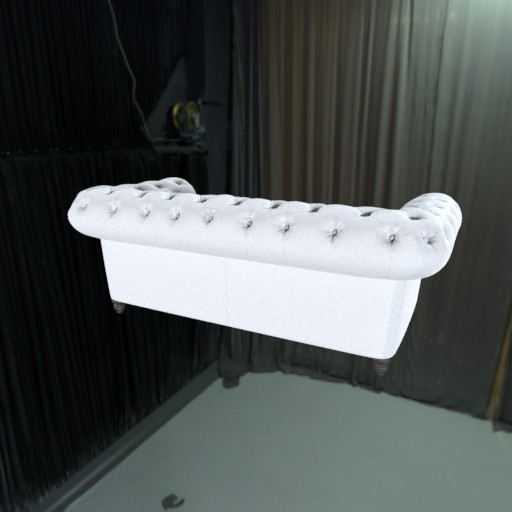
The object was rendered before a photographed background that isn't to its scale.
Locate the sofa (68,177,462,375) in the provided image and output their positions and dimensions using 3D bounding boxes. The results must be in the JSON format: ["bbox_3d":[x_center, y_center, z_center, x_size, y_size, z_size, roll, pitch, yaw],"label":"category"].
[{"bbox_3d":[0.000,0.000,2.464,1.998,0.764,0.986,8,18,26],"label":"sofa"}]
